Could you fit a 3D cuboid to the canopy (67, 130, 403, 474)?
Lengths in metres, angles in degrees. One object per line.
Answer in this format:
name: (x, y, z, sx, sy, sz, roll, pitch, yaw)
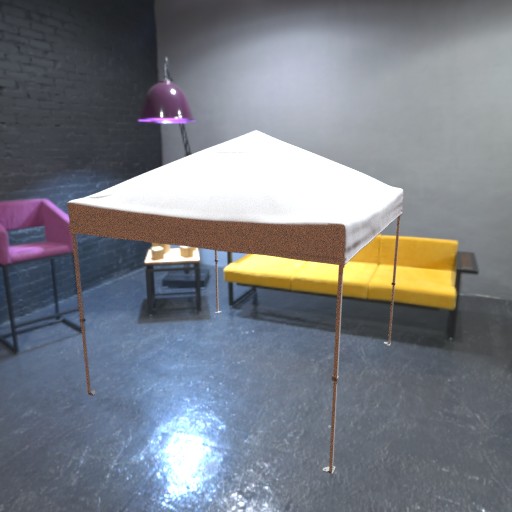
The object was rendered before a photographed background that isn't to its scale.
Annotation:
canopy: (0.000, 0.000, 5.491, 2.998, 2.997, 2.996, 7, 16, 25)
